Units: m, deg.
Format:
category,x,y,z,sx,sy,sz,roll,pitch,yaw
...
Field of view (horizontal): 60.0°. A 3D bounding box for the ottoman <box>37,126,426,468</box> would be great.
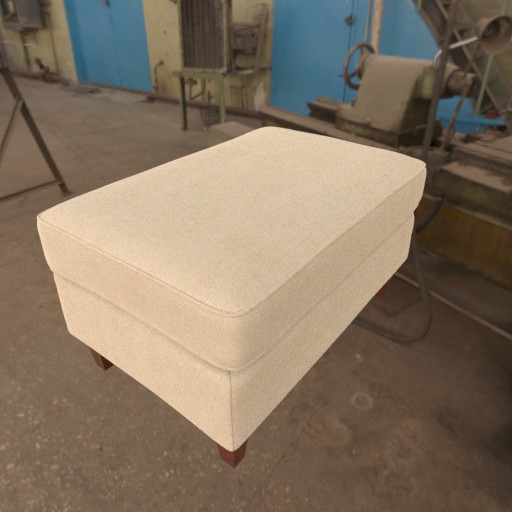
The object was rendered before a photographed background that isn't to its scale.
category,x,y,z,sx,sy,sz,roll,pitch,yaw
ottoman,0.000,0.000,1.189,0.583,0.484,0.862,22,38,31
